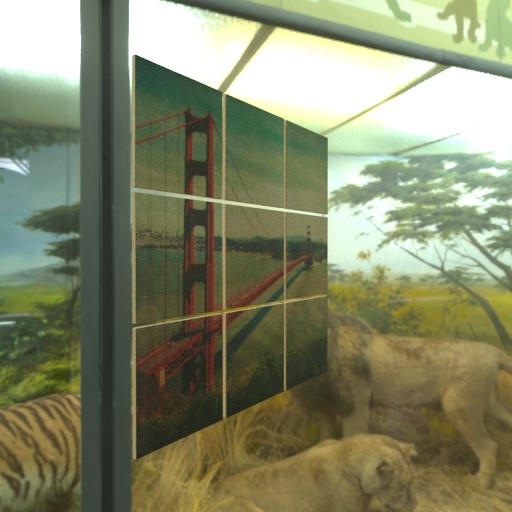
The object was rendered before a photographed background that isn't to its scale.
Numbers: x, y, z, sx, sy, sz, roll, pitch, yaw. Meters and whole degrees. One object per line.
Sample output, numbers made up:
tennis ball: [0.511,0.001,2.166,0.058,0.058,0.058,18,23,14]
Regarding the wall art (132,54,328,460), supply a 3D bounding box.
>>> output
wall art: [0.000,0.000,1.809,0.016,1.207,1.217,0,1,37]
